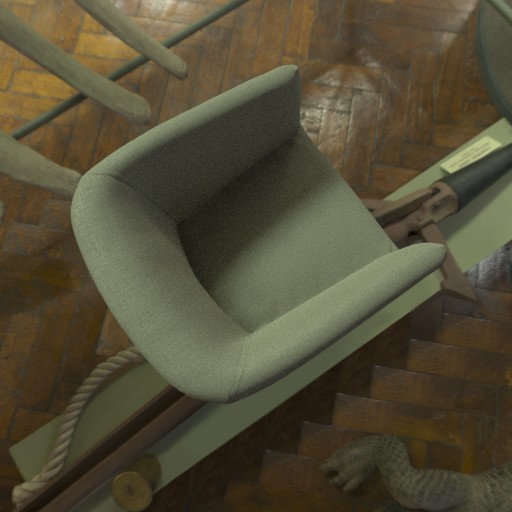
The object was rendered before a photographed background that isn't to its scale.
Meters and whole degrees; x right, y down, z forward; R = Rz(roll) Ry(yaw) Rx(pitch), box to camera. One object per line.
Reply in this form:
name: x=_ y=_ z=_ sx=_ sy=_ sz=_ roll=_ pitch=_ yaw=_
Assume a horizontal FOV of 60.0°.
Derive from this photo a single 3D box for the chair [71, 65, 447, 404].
chair: x=0.000 y=0.000 z=1.233 sx=0.668 sy=0.771 sz=0.600 roll=-34 pitch=79 yaw=-8
